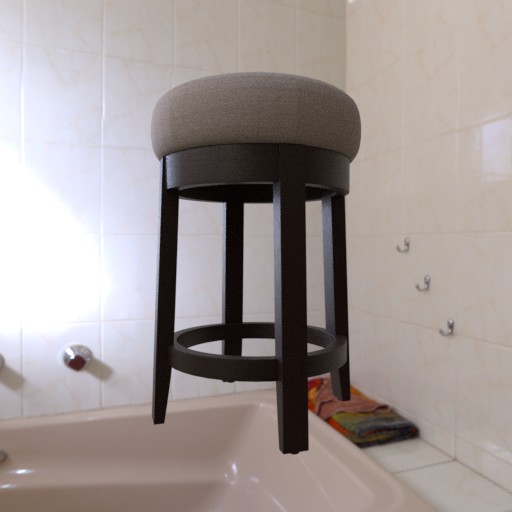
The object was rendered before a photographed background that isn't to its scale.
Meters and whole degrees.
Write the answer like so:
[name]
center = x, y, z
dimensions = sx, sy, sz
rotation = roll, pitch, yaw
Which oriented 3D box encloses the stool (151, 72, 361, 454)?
[stool]
center = 0.000, 0.000, 0.963
dimensions = 0.443, 0.672, 0.443
rotation = 0, 1, 0
